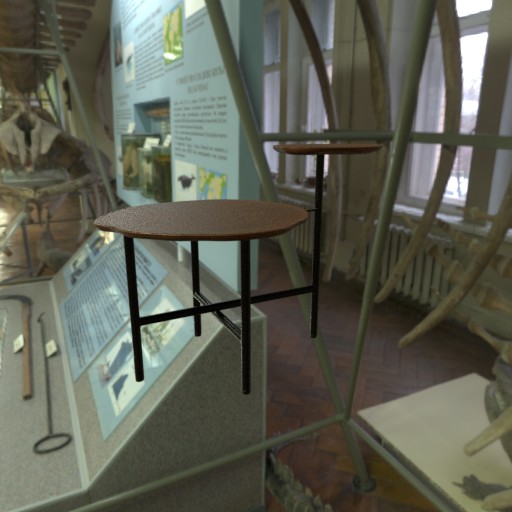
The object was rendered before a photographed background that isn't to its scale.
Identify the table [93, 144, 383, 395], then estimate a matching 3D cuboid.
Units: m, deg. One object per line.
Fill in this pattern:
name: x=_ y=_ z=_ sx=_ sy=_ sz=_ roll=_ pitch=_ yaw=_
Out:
table: x=0.000 y=0.000 z=1.125 sx=0.759 sy=0.538 sz=0.442 roll=-8 pitch=18 yaw=-25
